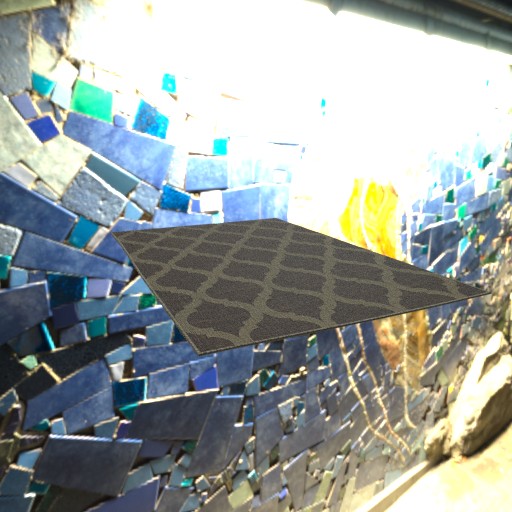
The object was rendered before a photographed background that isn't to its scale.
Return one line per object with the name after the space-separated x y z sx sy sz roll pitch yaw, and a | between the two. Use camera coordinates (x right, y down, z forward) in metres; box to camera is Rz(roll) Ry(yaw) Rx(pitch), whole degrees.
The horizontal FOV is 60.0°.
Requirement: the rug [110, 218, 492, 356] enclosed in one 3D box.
0.000 0.000 2.866 1.522 0.008 2.284 -7 17 -24 | rug
